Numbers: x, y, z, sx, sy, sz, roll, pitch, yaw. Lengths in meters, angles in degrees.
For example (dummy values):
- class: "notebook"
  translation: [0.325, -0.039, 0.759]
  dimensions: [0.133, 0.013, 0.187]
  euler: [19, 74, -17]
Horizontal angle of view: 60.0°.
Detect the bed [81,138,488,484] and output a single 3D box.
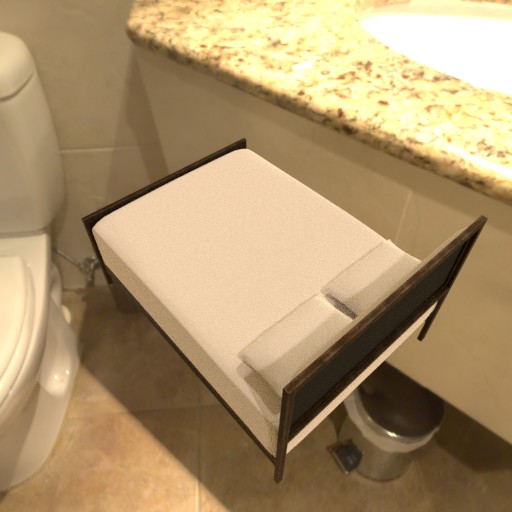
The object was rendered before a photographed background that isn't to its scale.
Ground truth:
- class: "bed"
  translation: [0.000, 0.000, 3.240]
  dimensions: [1.607, 1.313, 2.221]
  euler: [-33, 56, -26]
